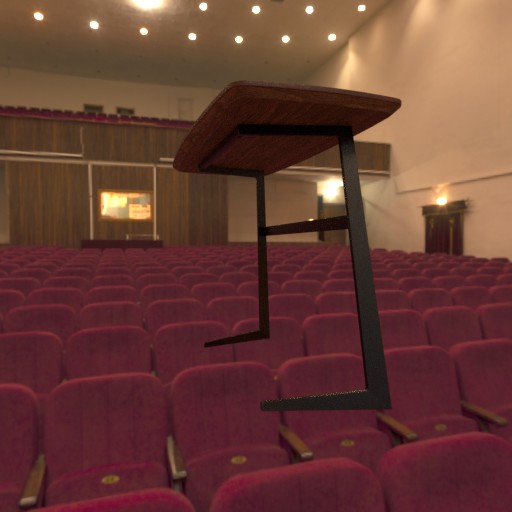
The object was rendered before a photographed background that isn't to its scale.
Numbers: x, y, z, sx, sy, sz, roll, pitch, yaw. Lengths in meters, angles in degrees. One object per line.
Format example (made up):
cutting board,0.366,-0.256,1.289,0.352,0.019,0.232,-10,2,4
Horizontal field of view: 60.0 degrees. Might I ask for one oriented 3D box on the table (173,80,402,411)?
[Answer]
table,0.000,0.000,1.127,0.361,0.576,0.804,0,1,-18
